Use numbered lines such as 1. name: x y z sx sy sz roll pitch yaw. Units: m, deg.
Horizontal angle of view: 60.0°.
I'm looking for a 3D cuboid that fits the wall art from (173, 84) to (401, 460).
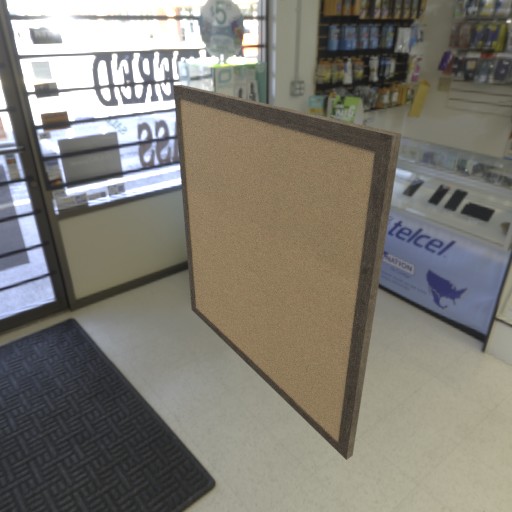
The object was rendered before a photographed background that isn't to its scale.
1. wall art: 0.000 0.000 0.691 0.013 0.457 0.457 -19 33 -31
